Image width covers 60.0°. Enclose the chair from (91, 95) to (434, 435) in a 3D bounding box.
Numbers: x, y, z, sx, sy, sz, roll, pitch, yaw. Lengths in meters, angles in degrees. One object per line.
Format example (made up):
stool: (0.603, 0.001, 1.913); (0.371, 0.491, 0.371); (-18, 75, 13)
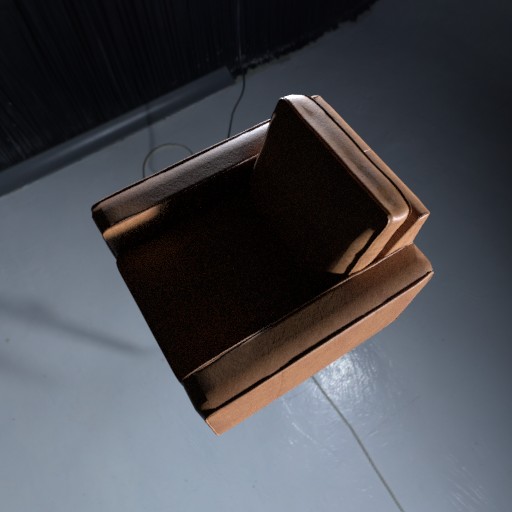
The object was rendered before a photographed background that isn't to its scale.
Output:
chair: (0.000, 0.000, 1.797); (1.027, 0.901, 0.987); (-32, 67, -15)
